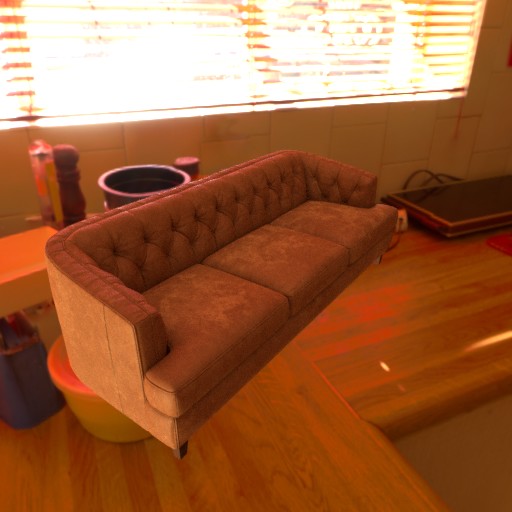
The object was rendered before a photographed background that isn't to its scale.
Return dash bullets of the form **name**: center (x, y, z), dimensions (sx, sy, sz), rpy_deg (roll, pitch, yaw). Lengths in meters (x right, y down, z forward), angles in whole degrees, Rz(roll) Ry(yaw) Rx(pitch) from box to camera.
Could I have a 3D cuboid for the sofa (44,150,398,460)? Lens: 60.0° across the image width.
- **sofa**: center (0.000, 0.000, 2.611), dimensions (0.922, 0.791, 2.257), rpy_deg (18, 32, 32)
